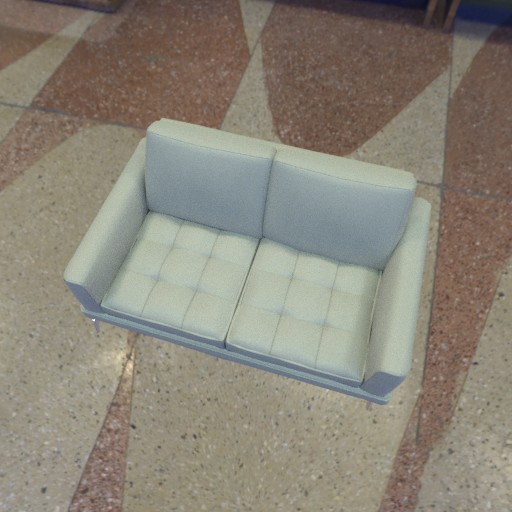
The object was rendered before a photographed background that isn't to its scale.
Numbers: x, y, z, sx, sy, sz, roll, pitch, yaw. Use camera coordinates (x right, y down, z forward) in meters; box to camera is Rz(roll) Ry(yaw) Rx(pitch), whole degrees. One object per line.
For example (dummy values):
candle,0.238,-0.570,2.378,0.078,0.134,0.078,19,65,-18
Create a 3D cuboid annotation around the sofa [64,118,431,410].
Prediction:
sofa,0.000,0.000,2.515,1.819,0.930,1.121,15,61,8
